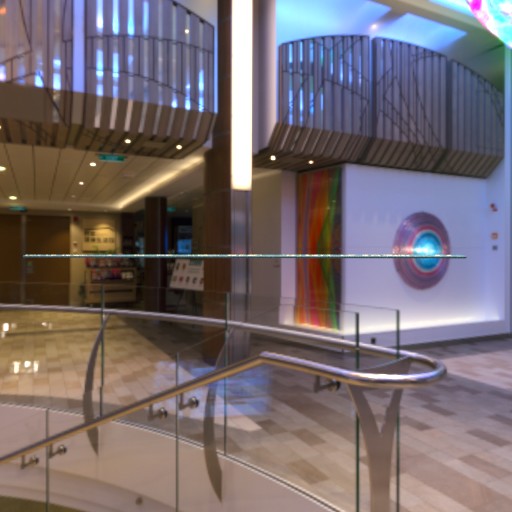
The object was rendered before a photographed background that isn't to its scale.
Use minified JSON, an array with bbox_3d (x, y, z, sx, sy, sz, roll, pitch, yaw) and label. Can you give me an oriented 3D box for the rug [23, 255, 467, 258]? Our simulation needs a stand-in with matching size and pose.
[{"bbox_3d":[0.000,0.000,2.304,1.833,0.012,1.211,0,0,18],"label":"rug"}]
